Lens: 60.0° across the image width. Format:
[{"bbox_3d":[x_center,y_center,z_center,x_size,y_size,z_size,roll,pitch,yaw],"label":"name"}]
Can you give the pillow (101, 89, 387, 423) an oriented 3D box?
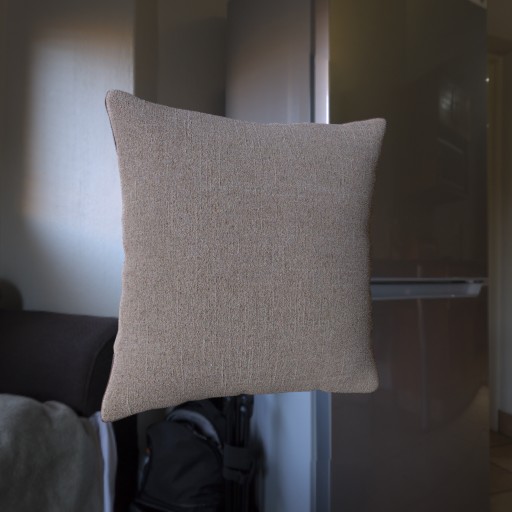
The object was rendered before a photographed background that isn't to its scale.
[{"bbox_3d":[0.000,0.000,0.661,0.437,0.448,0.147,0,0,-17],"label":"pillow"}]
